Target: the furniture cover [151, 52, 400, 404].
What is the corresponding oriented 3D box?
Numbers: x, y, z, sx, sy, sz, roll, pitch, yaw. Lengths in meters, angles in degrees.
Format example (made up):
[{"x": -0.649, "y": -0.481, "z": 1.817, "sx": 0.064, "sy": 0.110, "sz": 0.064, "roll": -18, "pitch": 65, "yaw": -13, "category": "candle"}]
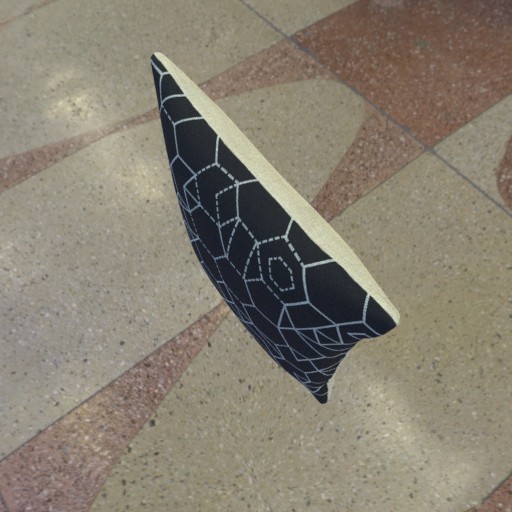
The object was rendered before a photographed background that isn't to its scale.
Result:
[{"x": 0.000, "y": 0.000, "z": 0.784, "sx": 0.158, "sy": 0.508, "sz": 0.517, "roll": -33, "pitch": 67, "yaw": -16, "category": "furniture cover"}]
